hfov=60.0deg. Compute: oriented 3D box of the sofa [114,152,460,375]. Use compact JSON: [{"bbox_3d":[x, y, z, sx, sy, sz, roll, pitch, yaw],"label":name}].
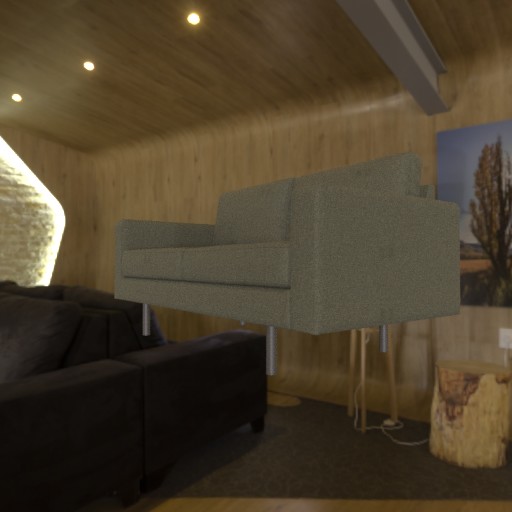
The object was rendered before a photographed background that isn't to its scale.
[{"bbox_3d":[0.000,0.000,2.305,0.889,0.897,1.730,1,-1,-38],"label":"sofa"}]
